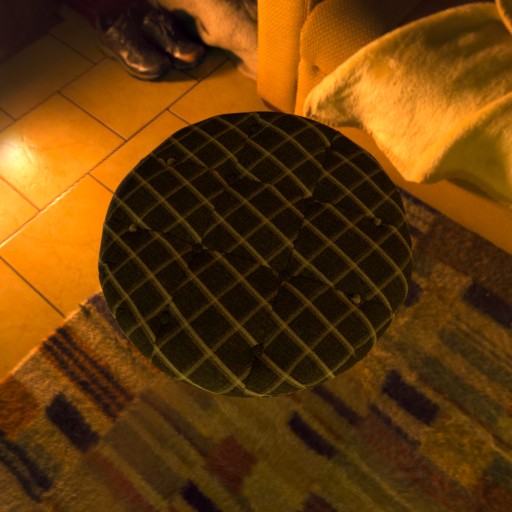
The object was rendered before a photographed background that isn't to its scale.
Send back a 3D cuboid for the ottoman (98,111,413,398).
[{"bbox_3d":[0.000,0.000,1.390,0.901,0.439,0.901,0,63,0],"label":"ottoman"}]
